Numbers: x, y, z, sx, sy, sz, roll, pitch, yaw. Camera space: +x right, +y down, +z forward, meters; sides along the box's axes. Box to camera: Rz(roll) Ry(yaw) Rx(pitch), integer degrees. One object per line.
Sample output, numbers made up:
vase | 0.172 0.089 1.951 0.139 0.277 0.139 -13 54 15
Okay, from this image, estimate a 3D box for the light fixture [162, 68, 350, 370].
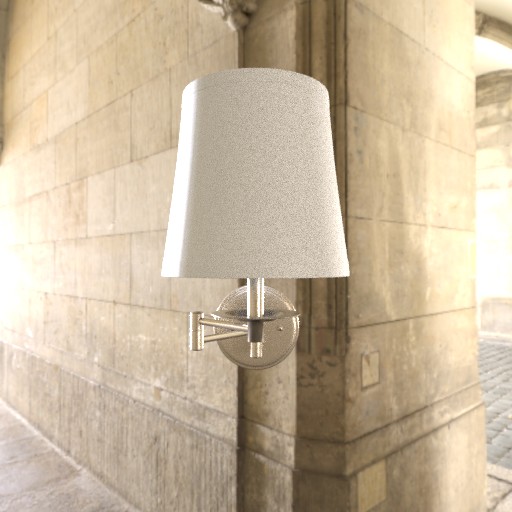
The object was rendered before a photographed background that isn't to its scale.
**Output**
light fixture | 0.000 0.000 0.601 0.223 0.381 0.348 0 -1 0
